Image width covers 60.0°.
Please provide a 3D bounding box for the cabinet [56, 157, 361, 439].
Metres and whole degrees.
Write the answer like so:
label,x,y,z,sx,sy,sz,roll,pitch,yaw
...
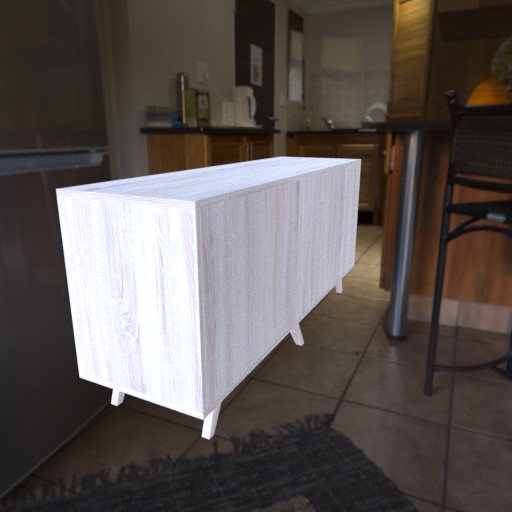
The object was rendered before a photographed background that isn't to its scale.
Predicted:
label,x,y,z,sx,sy,sz,roll,pitch,yaw
cabinet,0.000,0.000,2.027,0.500,0.780,1.650,8,18,26
